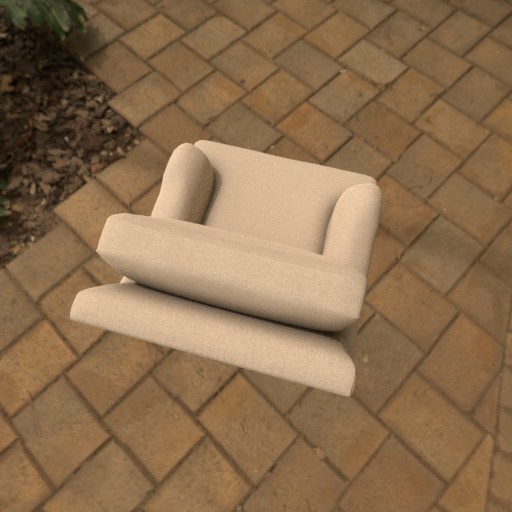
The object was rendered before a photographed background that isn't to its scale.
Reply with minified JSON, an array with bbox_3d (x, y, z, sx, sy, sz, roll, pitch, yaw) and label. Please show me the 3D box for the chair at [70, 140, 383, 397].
[{"bbox_3d":[0.000,0.000,1.839,0.895,1.076,1.078,14,65,7],"label":"chair"}]
